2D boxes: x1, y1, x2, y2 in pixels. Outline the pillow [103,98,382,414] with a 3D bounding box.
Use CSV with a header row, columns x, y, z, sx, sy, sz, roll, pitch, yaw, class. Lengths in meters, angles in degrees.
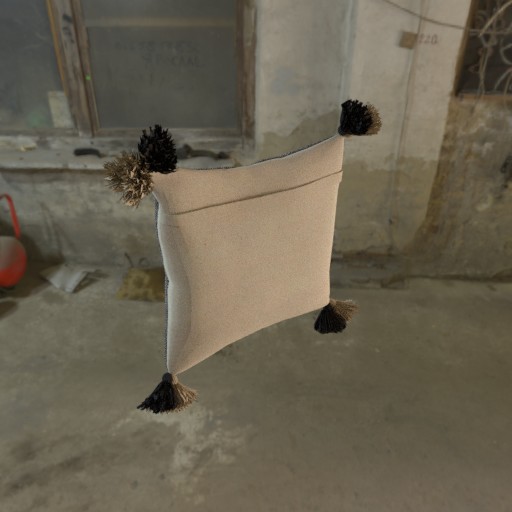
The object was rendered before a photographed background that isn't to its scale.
x,y,z,sx,sy,sz,roll,pitch,yaw,class
0.000,0.000,1.004,0.654,0.659,0.170,-18,35,-28,pillow
